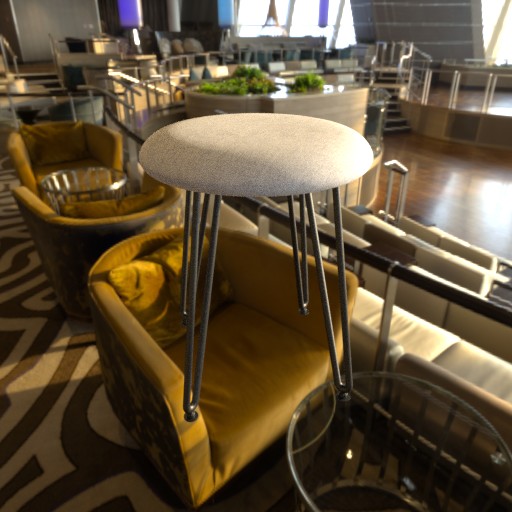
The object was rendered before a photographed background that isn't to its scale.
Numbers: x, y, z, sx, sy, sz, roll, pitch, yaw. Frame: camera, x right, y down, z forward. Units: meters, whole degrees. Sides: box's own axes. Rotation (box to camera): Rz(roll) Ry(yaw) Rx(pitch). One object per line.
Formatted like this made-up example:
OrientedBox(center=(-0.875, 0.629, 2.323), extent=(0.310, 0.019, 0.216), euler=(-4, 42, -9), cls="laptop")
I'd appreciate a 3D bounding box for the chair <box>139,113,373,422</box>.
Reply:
OrientedBox(center=(0.000, 0.000, 0.672), extent=(0.350, 0.386, 0.350), euler=(18, 32, 31), cls="chair")
